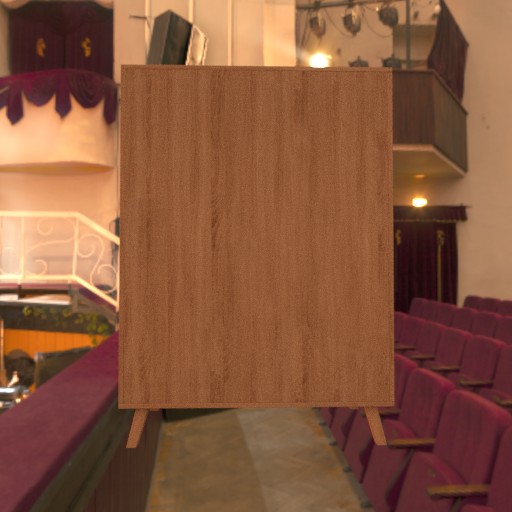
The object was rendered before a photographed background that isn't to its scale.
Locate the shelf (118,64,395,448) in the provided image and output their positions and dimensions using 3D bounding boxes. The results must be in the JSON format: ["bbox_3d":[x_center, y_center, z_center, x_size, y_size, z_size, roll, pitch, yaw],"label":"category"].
[{"bbox_3d":[0.000,0.000,1.840,1.000,1.390,0.450,0,-1,-1],"label":"shelf"}]
